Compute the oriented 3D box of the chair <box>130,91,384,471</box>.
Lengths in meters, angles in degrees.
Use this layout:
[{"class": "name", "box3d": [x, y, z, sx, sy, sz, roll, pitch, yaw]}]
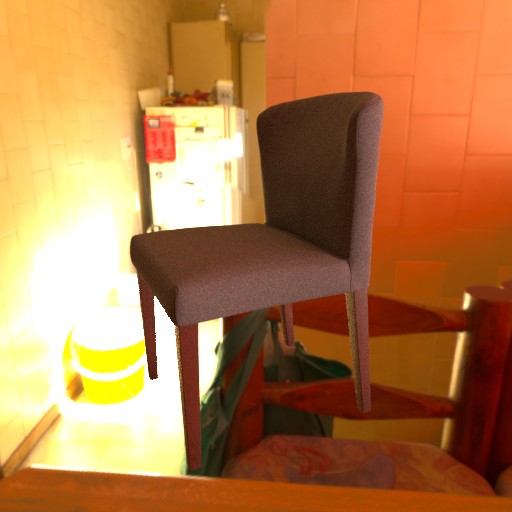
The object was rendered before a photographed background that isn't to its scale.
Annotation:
[{"class": "chair", "box3d": [0.000, 0.000, 1.188, 0.592, 0.839, 0.491, -8, 19, -24]}]
